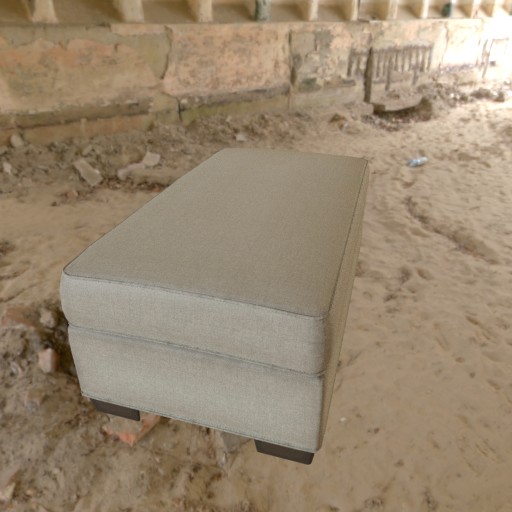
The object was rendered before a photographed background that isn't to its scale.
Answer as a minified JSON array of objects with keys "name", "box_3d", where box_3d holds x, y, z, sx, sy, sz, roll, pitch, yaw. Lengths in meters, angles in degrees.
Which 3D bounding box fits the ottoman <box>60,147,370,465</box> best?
[{"name":"ottoman","box_3d":[0.000,0.000,1.425,0.617,0.461,1.097,8,30,14]}]
